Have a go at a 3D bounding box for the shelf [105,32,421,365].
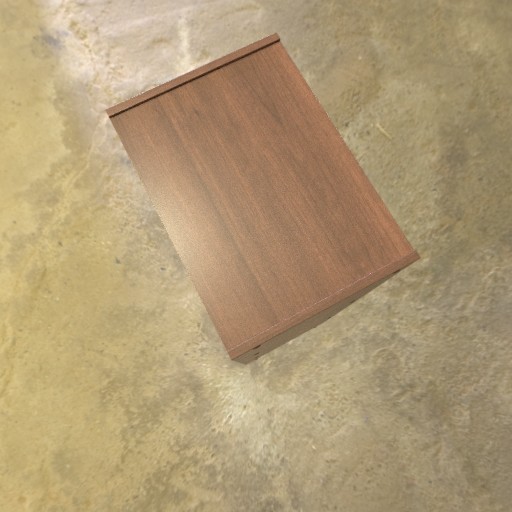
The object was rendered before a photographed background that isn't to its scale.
[{"bbox_3d":[0.000,0.000,1.057,0.290,0.879,0.414,-27,77,-7],"label":"shelf"}]
